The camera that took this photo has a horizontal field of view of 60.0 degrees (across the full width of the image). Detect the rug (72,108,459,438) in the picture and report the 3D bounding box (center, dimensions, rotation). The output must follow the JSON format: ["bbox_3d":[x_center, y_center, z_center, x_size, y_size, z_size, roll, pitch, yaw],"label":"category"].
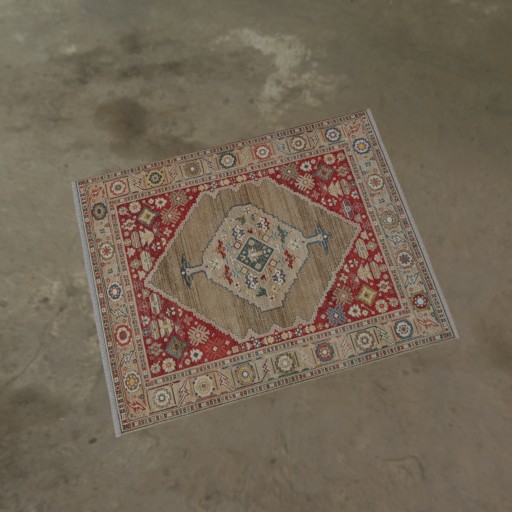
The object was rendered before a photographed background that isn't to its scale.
[{"bbox_3d":[0.000,0.000,4.184,3.143,0.008,2.451,-15,75,-4],"label":"rug"}]
